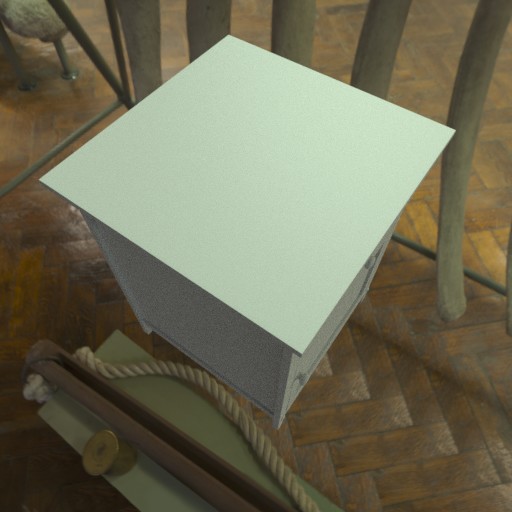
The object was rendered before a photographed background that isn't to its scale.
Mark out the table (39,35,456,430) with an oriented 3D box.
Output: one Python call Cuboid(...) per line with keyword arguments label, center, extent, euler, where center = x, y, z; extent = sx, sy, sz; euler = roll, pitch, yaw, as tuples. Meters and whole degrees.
Cuboid(label="table", center=(0.000, 0.000, 0.767), extent=(0.381, 0.483, 0.381), euler=(31, 62, 18))
